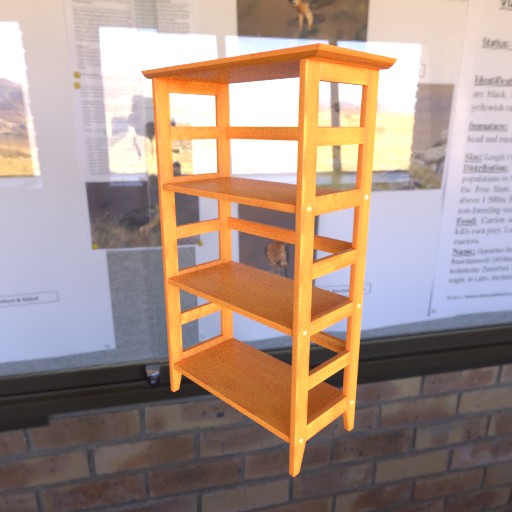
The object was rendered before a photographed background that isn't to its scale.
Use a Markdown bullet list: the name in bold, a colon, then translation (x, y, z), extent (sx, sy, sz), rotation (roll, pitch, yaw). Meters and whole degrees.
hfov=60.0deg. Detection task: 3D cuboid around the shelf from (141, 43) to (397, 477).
- **shelf**: translation (0.000, 0.000, 1.340), extent (0.305, 1.067, 0.660), rotation (-16, 23, -43)
